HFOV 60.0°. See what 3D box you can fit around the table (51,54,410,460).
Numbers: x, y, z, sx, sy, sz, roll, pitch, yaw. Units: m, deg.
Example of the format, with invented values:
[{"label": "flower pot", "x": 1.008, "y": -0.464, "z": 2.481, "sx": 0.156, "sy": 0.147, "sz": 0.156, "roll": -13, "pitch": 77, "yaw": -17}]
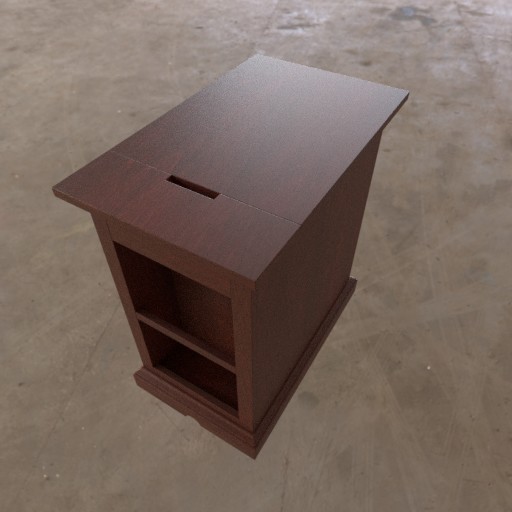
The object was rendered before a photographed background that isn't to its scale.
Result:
[{"label": "table", "x": 0.000, "y": 0.000, "z": 0.986, "sx": 0.356, "sy": 0.612, "sz": 0.584, "roll": 24, "pitch": 50, "yaw": 21}]
